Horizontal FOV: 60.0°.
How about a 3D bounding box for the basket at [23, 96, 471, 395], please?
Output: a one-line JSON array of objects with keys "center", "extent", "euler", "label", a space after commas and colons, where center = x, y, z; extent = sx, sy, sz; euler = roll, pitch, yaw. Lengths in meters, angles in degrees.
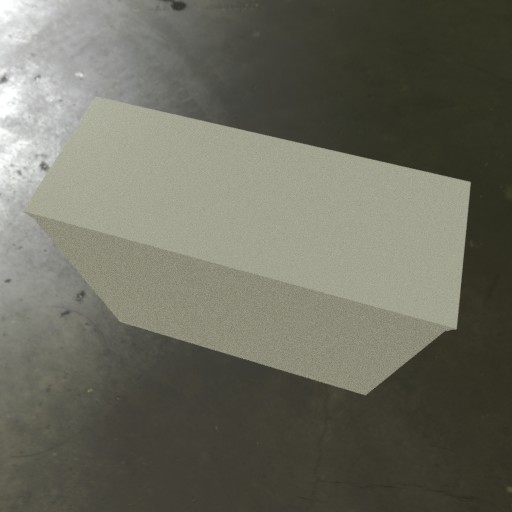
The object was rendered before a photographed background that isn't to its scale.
[{"center": [0.000, 0.000, 1.132], "extent": [0.792, 0.625, 0.376], "euler": [15, 64, 8], "label": "basket"}]
